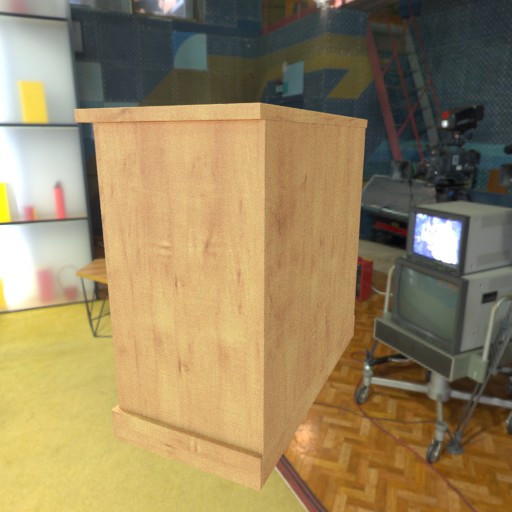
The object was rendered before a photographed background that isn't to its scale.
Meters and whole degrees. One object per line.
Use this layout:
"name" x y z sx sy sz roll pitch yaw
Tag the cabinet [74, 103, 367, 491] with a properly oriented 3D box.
"cabinet" 0.000 0.000 1.391 0.450 0.840 0.920 7 17 24
